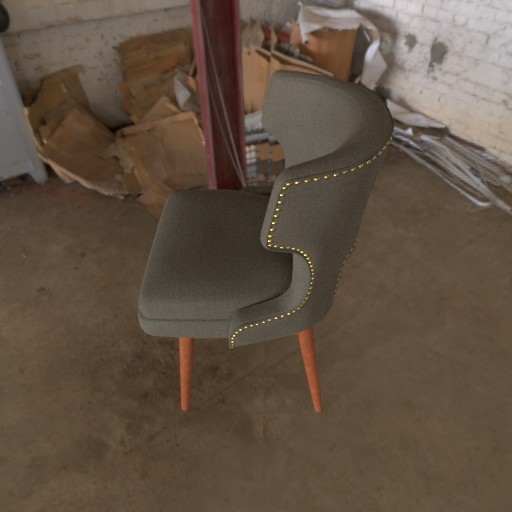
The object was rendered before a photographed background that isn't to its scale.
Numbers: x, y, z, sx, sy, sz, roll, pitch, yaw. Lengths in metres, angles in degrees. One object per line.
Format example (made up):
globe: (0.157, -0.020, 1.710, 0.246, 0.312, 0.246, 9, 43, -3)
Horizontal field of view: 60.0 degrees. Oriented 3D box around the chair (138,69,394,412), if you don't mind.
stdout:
chair: (0.000, 0.000, 1.240, 0.581, 0.863, 0.595, 0, 41, 0)
